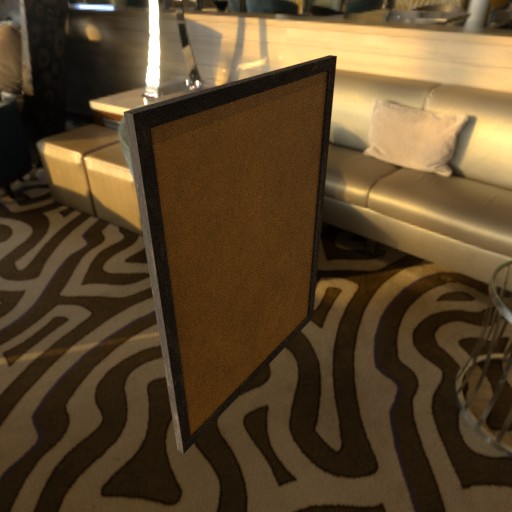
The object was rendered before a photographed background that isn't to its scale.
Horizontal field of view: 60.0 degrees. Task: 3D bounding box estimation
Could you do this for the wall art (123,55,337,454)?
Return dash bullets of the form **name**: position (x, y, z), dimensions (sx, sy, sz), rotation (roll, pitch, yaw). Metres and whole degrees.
- **wall art**: position (0.000, 0.000, 1.399), dimensions (0.029, 1.066, 0.812), rotation (22, 39, 30)
